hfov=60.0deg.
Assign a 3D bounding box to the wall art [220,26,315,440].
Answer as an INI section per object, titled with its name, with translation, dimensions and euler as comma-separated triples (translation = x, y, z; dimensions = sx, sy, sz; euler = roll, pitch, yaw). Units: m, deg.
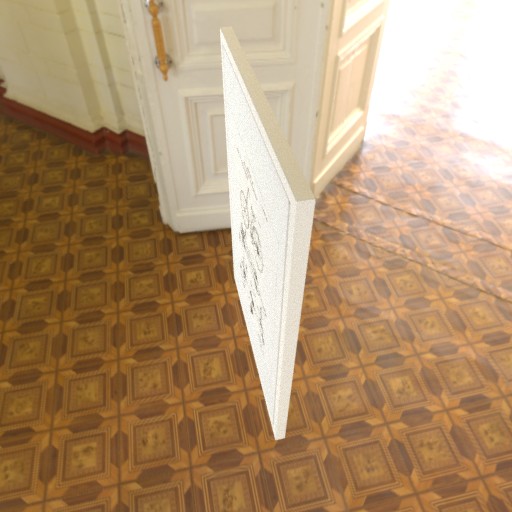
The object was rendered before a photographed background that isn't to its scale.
[wall art]
translation = 0.000, 0.000, 0.610
dimensions = 0.015, 0.477, 0.332
euler = -10, 48, -9
